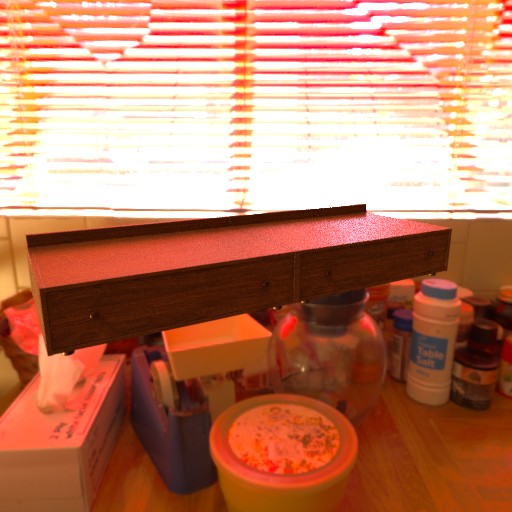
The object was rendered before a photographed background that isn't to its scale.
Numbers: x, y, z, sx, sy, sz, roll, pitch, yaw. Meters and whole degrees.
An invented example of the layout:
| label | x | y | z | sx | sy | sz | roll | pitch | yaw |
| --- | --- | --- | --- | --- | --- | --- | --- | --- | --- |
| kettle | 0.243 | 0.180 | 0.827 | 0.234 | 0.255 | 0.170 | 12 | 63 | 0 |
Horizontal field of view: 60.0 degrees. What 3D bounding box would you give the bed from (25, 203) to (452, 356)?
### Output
| label | x | y | z | sx | sy | sz | roll | pitch | yaw |
| --- | --- | --- | --- | --- | --- | --- | --- | --- | --- |
| bed | 0.000 | 0.000 | 2.280 | 2.057 | 0.326 | 0.787 | -8 | 17 | -29 |
